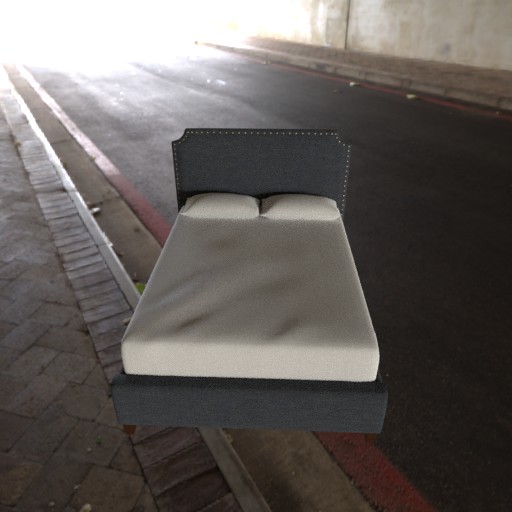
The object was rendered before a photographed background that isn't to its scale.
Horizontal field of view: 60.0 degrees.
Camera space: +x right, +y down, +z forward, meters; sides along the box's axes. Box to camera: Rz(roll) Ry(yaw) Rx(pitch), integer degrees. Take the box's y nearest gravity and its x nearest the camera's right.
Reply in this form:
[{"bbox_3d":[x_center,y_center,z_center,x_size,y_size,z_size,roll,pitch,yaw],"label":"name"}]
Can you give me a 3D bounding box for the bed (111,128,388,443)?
[{"bbox_3d":[0.000,0.000,3.541,1.713,1.443,2.372,1,30,2],"label":"bed"}]
